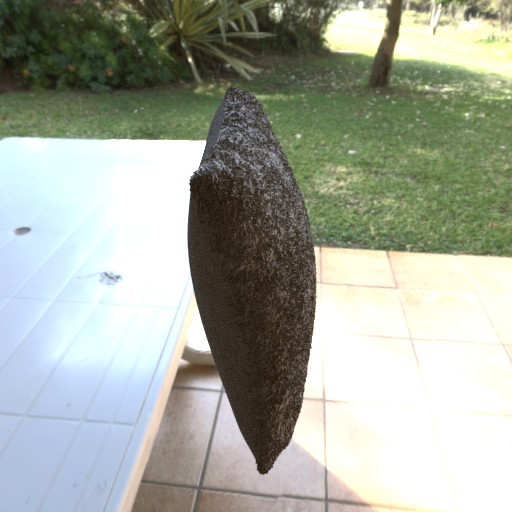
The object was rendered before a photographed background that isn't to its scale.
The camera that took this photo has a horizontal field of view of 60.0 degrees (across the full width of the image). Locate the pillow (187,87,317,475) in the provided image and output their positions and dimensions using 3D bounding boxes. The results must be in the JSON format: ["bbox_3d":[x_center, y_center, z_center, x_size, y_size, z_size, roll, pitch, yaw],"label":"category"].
[{"bbox_3d":[0.000,0.000,0.801,0.218,0.515,0.529,0,31,0],"label":"pillow"}]
